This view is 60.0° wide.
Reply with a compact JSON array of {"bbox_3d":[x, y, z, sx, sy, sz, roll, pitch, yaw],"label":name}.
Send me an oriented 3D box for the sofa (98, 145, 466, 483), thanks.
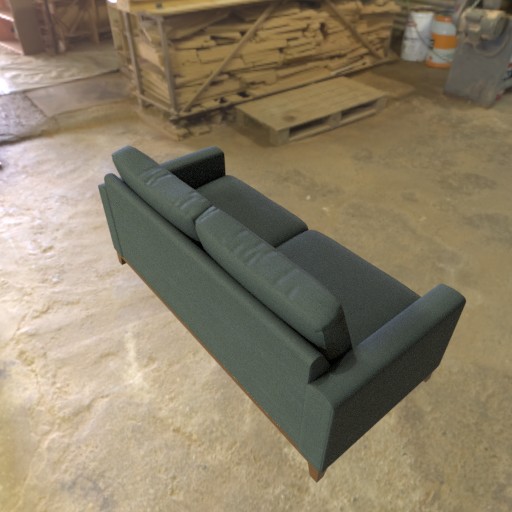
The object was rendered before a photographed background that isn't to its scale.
[{"bbox_3d":[0.000,0.000,2.369,0.877,0.865,1.900,-28,47,-29],"label":"sofa"}]
